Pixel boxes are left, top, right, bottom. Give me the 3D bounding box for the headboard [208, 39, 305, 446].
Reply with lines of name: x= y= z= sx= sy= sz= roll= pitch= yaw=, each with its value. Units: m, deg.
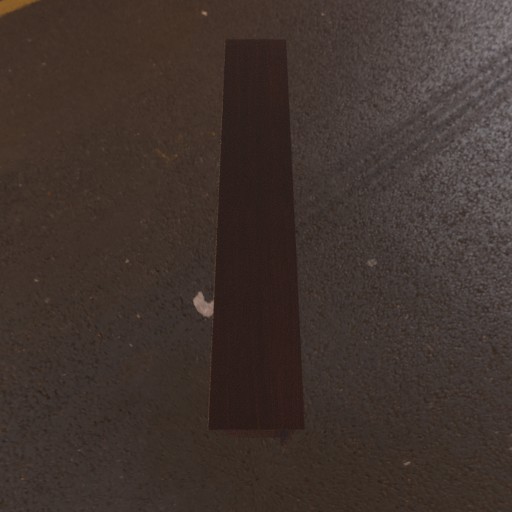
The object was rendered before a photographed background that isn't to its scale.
headboard: x=0.000 y=0.000 z=2.138 sx=0.279 sy=1.092 sz=1.671 roll=0 pitch=63 yaw=0
